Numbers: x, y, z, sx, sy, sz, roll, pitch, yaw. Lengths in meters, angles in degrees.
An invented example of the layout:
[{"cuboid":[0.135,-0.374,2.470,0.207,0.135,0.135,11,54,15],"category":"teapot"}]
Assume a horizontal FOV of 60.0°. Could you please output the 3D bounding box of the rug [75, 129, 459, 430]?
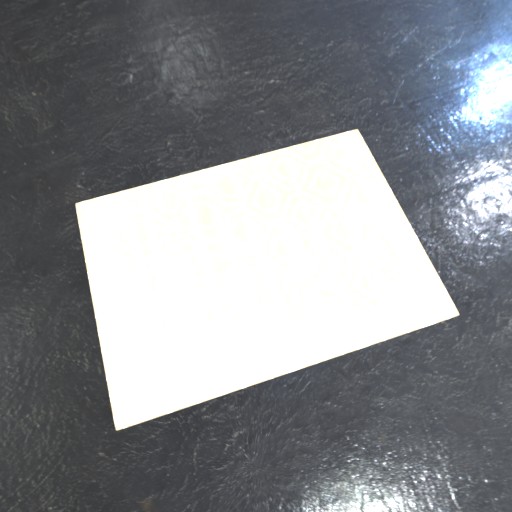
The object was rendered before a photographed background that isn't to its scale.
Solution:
[{"cuboid":[0.000,0.000,4.557,3.353,0.010,2.438,-16,66,-8],"category":"rug"}]
